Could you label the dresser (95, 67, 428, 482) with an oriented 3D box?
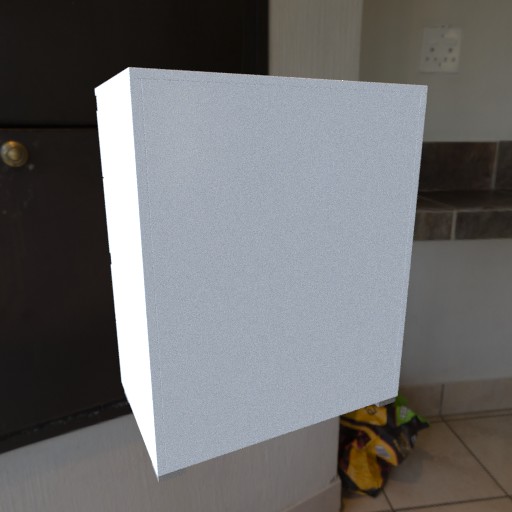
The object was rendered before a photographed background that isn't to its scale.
[{"bbox_3d":[0.000,0.000,1.119,0.650,0.800,0.400,-8,17,-25],"label":"dresser"}]
